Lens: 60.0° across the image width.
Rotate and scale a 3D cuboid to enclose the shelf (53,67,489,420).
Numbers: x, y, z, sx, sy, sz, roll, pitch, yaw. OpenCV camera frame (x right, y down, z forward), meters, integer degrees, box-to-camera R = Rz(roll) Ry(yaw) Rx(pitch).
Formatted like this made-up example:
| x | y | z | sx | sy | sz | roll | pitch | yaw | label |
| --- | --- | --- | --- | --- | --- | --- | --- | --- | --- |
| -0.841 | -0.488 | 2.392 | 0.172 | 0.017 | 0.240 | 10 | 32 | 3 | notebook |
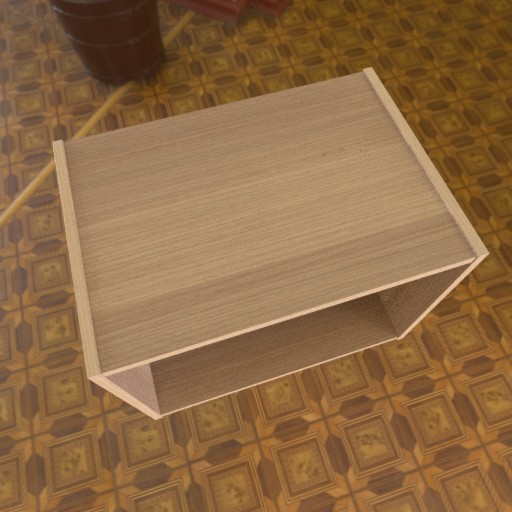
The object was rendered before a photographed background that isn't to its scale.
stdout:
| x | y | z | sx | sy | sz | roll | pitch | yaw | label |
| --- | --- | --- | --- | --- | --- | --- | --- | --- | --- |
| 0.000 | 0.000 | 0.628 | 0.415 | 0.305 | 0.290 | -16 | 64 | -8 | shelf |
